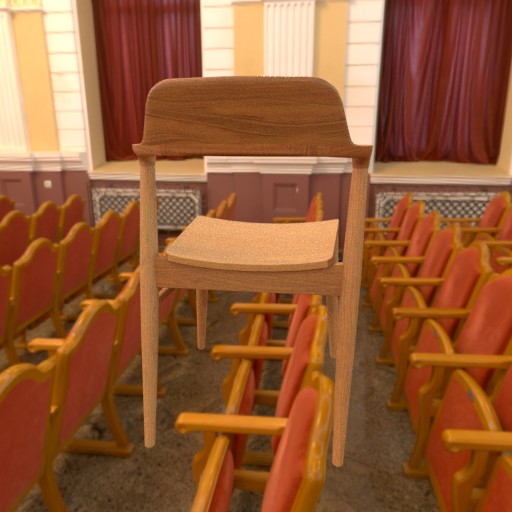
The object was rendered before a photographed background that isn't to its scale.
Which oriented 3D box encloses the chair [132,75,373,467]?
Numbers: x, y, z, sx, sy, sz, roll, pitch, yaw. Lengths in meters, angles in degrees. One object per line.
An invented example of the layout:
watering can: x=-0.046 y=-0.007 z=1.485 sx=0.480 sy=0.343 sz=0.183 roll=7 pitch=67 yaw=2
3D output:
chair: x=0.000 y=0.000 z=1.113 sx=0.512 sy=0.792 sz=0.499 roll=2 pitch=16 yaw=8
